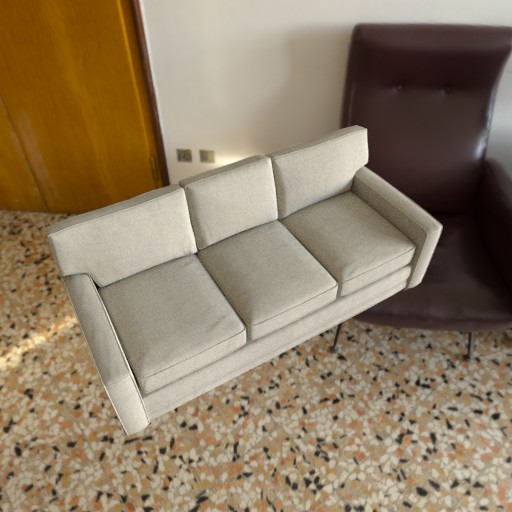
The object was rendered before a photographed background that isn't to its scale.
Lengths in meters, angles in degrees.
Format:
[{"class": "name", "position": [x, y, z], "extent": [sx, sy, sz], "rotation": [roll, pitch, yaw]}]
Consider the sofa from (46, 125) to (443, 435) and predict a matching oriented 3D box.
[{"class": "sofa", "position": [0.000, 0.000, 2.651], "extent": [2.093, 0.862, 0.936], "rotation": [-23, 50, -21]}]
